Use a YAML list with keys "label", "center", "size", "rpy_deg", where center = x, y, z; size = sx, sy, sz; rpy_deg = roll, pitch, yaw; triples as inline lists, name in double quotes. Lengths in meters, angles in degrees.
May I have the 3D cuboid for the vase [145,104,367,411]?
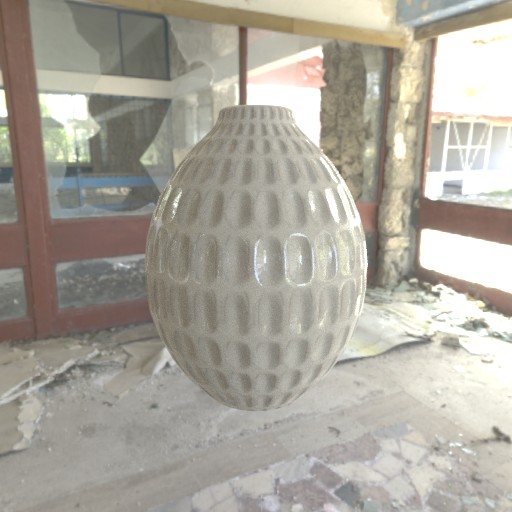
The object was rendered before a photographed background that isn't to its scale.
- label: "vase"
  center: [0.000, 0.000, 0.262]
  size: [0.128, 0.167, 0.128]
  rpy_deg: [0, 13, 0]
